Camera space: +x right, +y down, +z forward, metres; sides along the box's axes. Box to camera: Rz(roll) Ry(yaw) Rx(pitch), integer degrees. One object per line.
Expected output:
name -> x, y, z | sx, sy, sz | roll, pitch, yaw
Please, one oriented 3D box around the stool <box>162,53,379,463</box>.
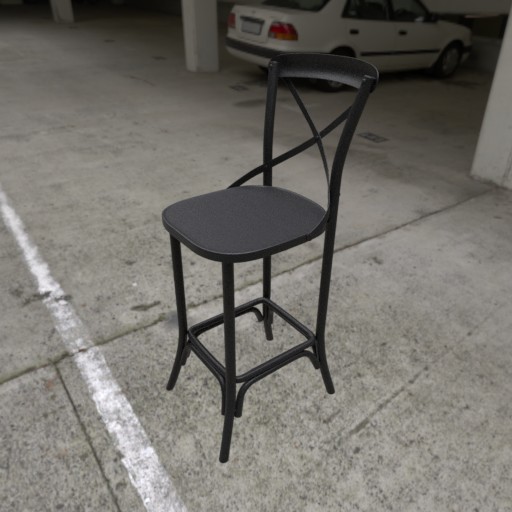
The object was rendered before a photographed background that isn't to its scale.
stool -> 0.000, 0.000, 1.446 | 0.584, 1.168, 0.457 | -20, 35, -31
